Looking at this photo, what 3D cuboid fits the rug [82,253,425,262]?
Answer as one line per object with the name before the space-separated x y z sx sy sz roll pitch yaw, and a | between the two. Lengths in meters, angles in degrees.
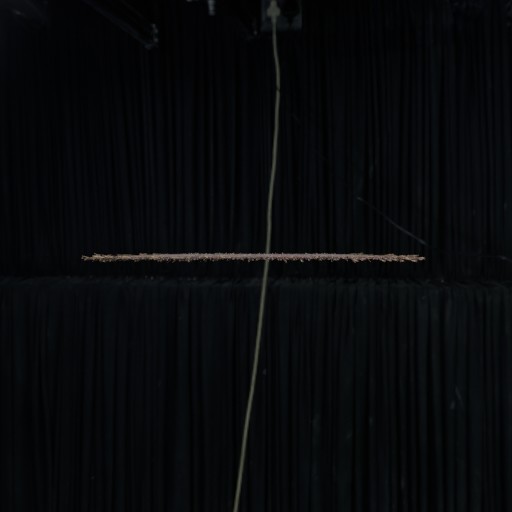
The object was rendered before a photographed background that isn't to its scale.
rug | 0.000 0.000 2.574 1.469 0.040 2.025 0 1 1
